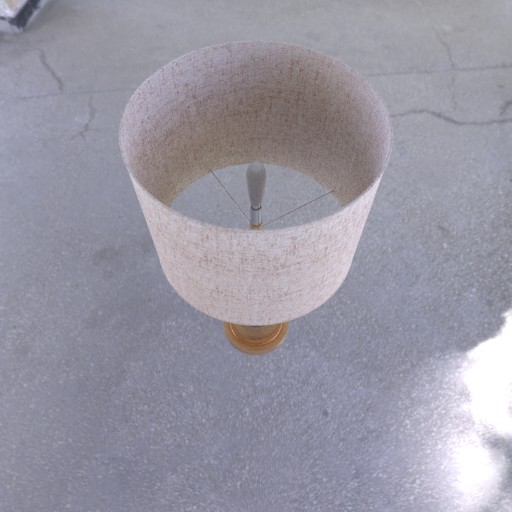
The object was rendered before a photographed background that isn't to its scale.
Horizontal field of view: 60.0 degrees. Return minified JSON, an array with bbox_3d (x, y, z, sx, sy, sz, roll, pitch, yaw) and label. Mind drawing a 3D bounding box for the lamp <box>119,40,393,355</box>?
[{"bbox_3d":[0.000,0.000,0.785,0.321,0.610,0.321,13,59,8],"label":"lamp"}]
